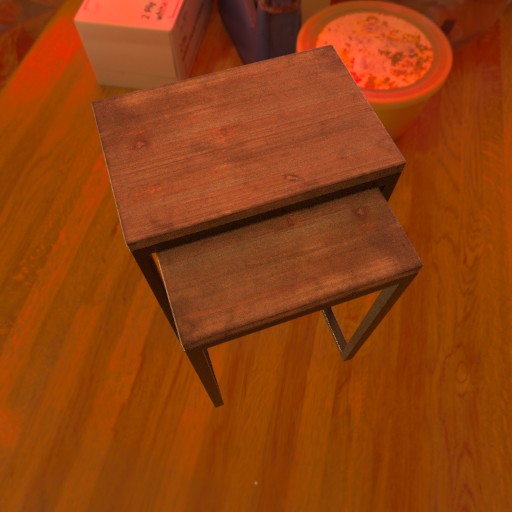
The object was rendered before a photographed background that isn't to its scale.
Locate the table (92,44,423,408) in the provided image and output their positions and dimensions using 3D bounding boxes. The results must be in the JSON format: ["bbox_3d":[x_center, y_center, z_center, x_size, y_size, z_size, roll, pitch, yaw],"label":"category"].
[{"bbox_3d":[0.000,0.000,0.963,0.456,0.615,0.460,-15,64,-8],"label":"table"}]
